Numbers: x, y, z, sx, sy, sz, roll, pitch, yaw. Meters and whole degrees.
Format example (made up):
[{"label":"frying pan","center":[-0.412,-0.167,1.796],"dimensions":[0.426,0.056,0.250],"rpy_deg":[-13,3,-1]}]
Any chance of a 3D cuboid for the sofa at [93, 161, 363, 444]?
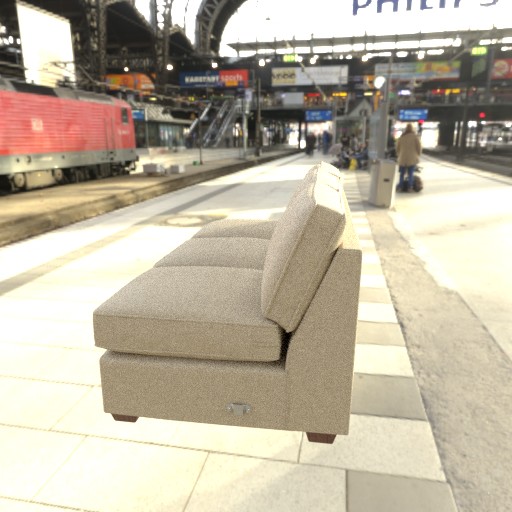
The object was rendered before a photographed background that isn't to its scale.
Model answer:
[{"label":"sofa","center":[0.000,0.000,2.543],"dimensions":[1.027,0.973,1.962],"rpy_deg":[2,15,8]}]
